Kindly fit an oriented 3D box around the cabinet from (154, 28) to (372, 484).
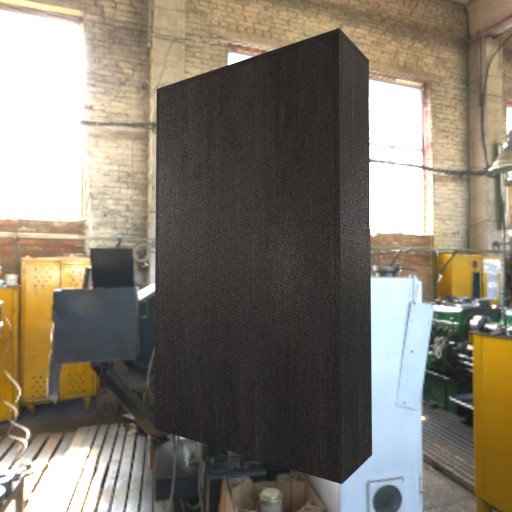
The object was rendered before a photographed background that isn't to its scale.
[{"bbox_3d":[0.000,0.000,1.558,0.750,1.280,0.250,-1,-2,35],"label":"cabinet"}]
